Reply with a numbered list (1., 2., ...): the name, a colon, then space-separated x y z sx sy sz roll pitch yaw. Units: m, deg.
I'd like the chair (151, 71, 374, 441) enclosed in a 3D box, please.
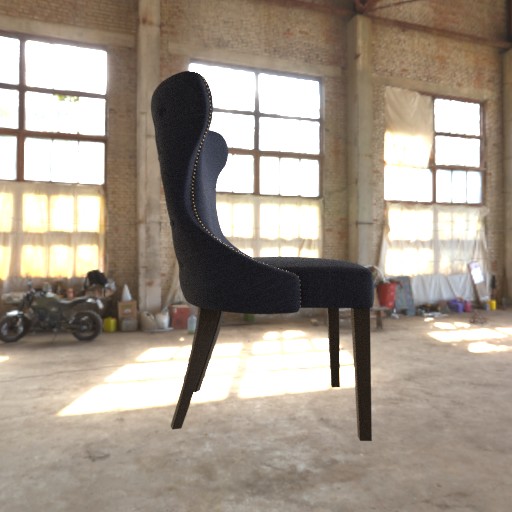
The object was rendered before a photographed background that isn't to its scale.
1. chair: 0.000 0.000 1.416 0.635 0.967 0.628 0 0 1
